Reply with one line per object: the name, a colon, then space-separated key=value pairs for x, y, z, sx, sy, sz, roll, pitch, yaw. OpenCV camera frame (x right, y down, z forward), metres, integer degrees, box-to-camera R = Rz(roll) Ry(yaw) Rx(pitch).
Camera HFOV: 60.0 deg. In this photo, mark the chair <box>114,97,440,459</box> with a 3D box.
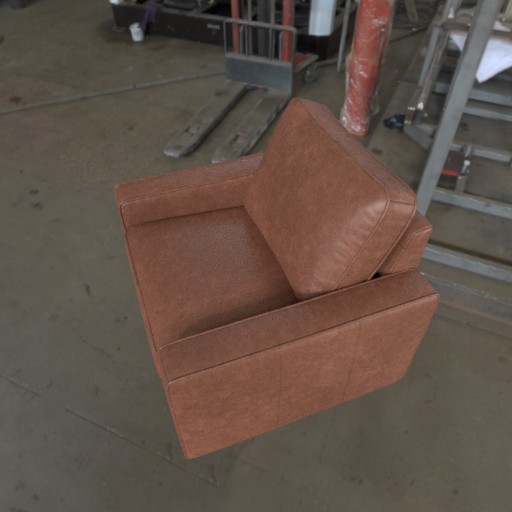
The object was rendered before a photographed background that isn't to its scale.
chair: x=0.000 y=0.000 z=1.728 sx=0.940 sy=0.919 sz=1.017 roll=-15 pitch=47 yaw=-15
